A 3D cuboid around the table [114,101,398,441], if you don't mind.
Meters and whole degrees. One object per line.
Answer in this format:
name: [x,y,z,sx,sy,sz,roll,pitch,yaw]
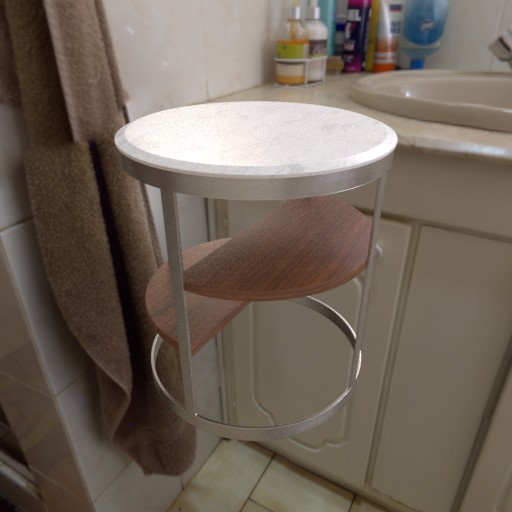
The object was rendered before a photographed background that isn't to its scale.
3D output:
table: [0.000,0.000,0.768,0.407,0.447,0.407,0,30,0]
